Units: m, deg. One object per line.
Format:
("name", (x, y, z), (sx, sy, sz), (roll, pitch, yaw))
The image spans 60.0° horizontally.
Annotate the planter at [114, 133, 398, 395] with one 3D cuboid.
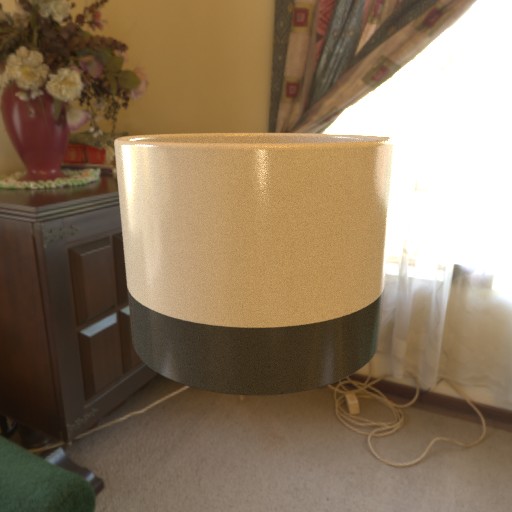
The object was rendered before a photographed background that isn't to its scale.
("planter", (0.000, 0.000, 0.341), (0.193, 0.177, 0.193), (0, 17, 0))
